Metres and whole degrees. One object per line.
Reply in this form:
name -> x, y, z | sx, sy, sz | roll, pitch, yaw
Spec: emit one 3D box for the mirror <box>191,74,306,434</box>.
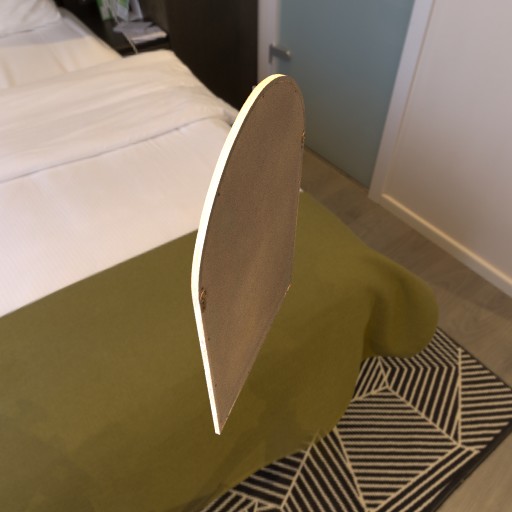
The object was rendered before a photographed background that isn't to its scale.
mirror -> 0.000, 0.000, 1.148 | 0.032, 0.915, 0.609 | 17, 50, 15
